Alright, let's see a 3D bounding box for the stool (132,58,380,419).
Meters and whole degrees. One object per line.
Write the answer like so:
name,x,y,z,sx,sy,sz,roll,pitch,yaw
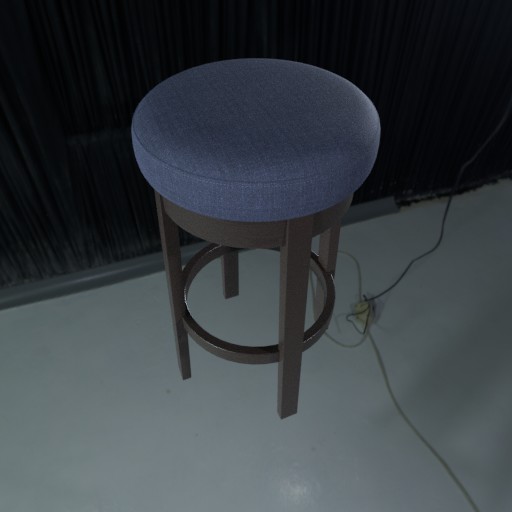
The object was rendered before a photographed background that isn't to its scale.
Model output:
stool,0.000,0.000,1.011,0.446,0.758,0.446,0,45,0
